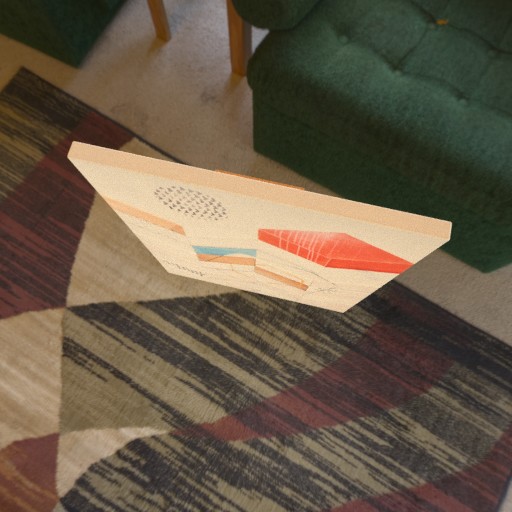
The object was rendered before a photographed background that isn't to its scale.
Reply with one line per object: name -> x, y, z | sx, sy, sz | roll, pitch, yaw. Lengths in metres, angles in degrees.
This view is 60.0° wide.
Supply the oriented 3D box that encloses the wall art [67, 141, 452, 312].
wall art -> 0.000, 0.000, 1.104 | 0.613, 0.848, 0.036 | 13, 76, 3
